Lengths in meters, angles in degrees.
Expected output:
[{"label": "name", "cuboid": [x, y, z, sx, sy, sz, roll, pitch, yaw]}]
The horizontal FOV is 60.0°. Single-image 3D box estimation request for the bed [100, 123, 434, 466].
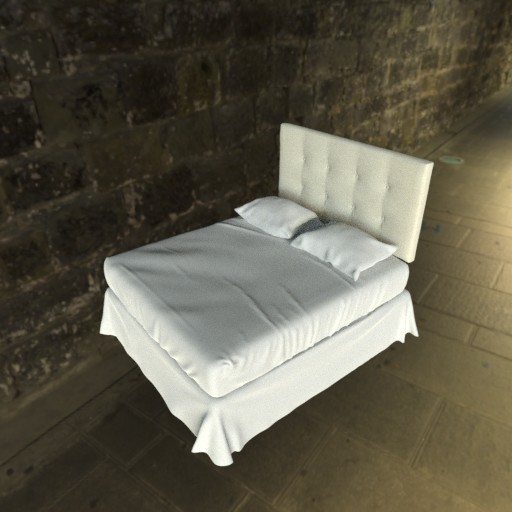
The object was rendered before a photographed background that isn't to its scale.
[{"label": "bed", "cuboid": [0.000, 0.000, 3.606, 2.222, 1.577, 1.936, -21, 36, -33]}]
